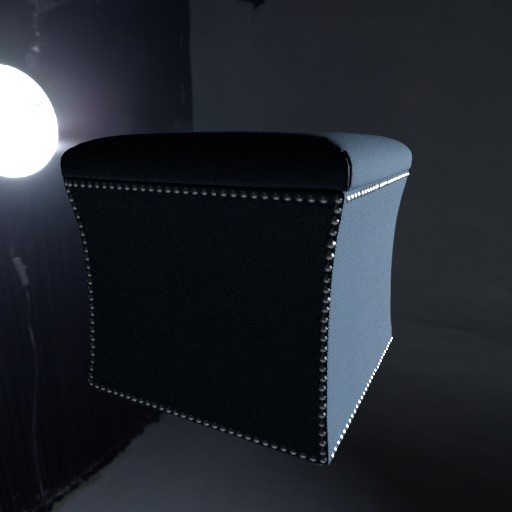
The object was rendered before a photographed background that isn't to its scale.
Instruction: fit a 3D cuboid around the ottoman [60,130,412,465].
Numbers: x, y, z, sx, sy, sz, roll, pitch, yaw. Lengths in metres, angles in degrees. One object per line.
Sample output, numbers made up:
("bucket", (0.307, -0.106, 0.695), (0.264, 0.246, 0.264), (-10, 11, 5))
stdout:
("ottoman", (0.000, 0.000, 0.872), (0.507, 0.475, 0.497), (8, 17, 26))
